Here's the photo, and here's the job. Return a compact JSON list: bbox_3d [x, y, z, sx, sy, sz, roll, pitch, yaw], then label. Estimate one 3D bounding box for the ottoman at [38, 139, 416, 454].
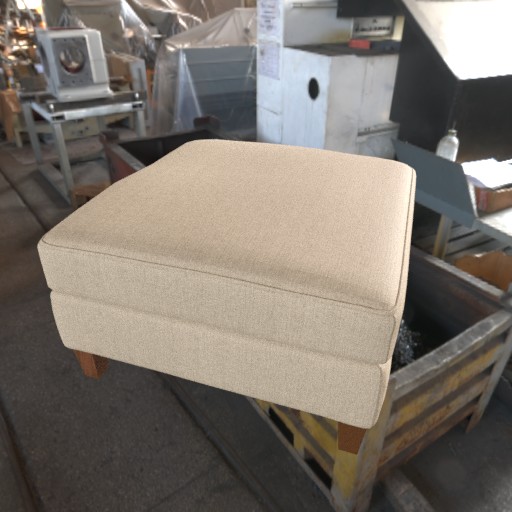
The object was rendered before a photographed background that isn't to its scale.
[{"bbox_3d":[0.000,0.000,1.330,0.838,0.503,0.838,10,33,16],"label":"ottoman"}]
